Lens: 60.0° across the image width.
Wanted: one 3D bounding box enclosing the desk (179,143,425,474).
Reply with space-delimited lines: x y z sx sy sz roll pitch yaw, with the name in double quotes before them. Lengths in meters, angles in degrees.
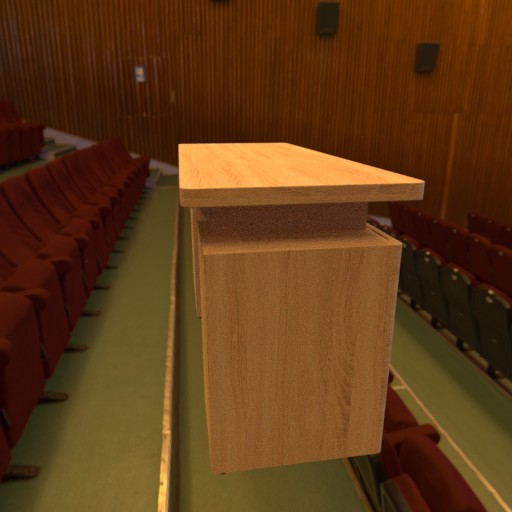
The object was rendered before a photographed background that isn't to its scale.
"desk" 0.000 0.000 1.717 0.550 0.760 1.400 -3 18 -9
